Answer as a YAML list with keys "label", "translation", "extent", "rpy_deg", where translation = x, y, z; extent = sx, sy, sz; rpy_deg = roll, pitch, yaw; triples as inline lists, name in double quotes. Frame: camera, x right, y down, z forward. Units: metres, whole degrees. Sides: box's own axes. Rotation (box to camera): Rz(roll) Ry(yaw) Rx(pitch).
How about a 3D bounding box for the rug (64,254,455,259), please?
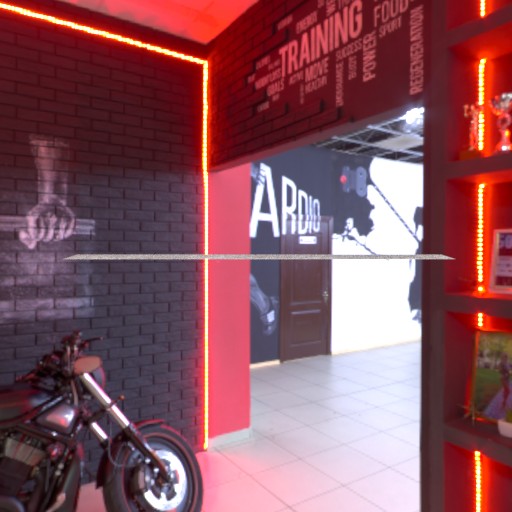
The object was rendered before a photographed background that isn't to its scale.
- label: "rug"
  translation: [0.000, 0.000, 4.023]
  extent: [2.332, 0.027, 2.933]
  rpy_deg: [0, 0, -1]
